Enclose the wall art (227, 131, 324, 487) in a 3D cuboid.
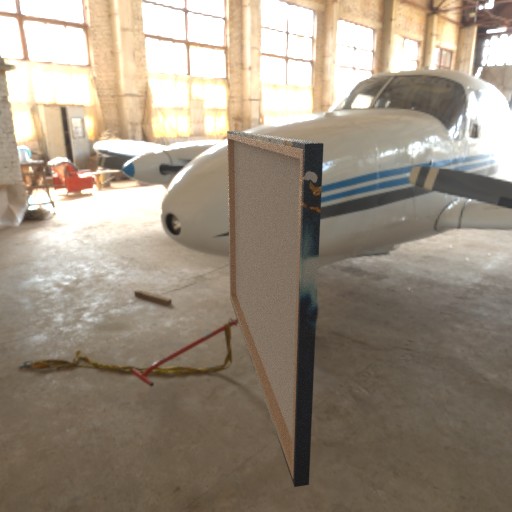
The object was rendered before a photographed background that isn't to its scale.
[{"bbox_3d":[0.000,0.000,1.438,0.035,0.759,1.138,-3,17,-10],"label":"wall art"}]
